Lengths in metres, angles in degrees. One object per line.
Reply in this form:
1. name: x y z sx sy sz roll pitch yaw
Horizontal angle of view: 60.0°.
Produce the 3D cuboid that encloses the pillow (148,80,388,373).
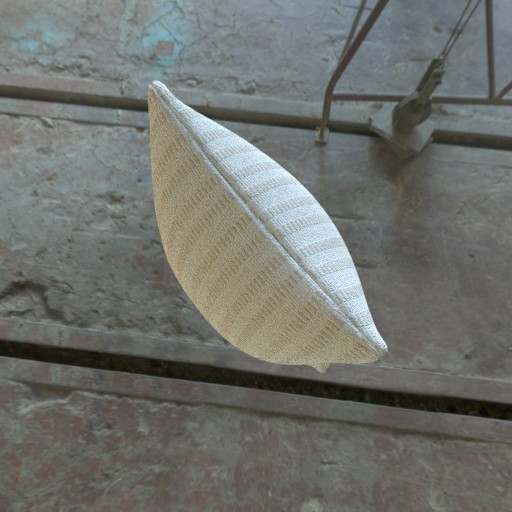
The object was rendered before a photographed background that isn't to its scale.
1. pillow: 0.000 0.000 0.709 0.247 0.419 0.438 -37 77 -10
